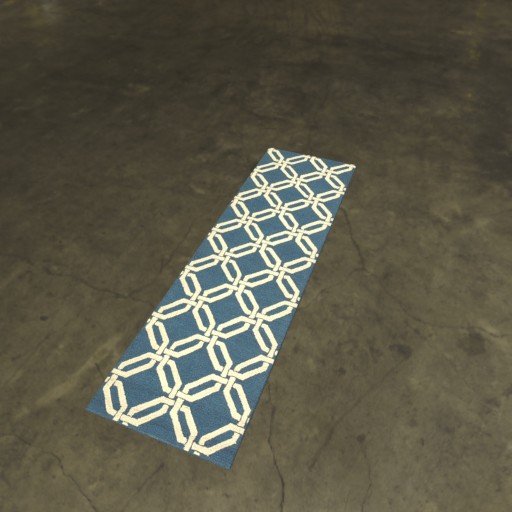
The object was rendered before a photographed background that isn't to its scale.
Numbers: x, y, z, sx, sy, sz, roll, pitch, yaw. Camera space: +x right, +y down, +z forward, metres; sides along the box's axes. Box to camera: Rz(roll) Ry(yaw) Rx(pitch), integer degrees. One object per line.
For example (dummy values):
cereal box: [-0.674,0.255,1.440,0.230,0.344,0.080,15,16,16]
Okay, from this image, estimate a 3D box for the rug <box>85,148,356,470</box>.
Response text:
rug: [0.000,0.000,2.560,0.678,0.014,2.276,15,47,15]
